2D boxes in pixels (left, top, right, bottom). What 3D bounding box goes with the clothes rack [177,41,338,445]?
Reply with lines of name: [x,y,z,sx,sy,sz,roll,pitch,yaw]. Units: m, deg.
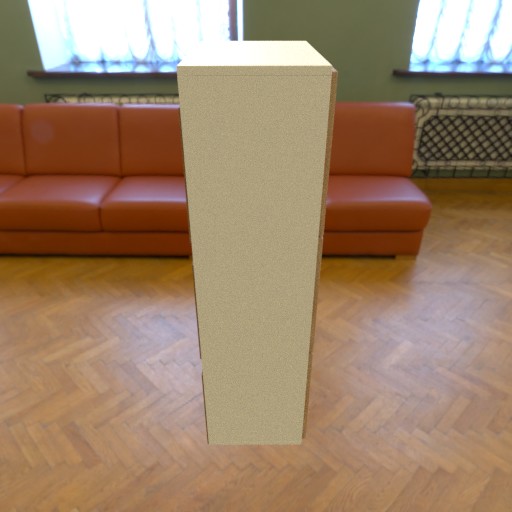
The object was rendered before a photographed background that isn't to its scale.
clothes rack: [0.000,0.000,1.405,0.331,1.187,0.500,0,31,0]
